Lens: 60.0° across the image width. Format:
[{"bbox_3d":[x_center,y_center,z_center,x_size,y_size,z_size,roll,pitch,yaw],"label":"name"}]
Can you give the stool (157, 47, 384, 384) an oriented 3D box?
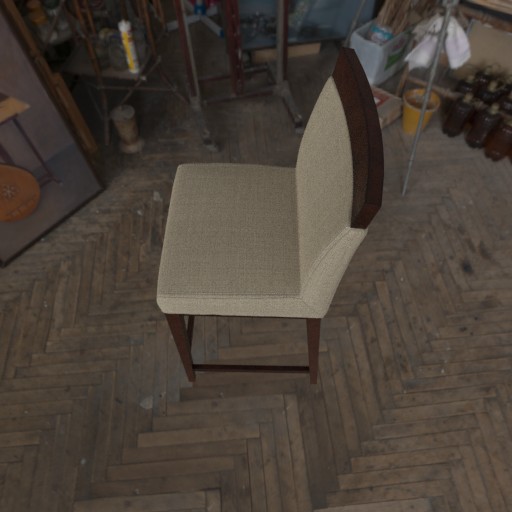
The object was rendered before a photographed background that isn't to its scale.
[{"bbox_3d":[0.000,0.000,1.278,0.480,1.011,0.463,1,57,1],"label":"stool"}]
